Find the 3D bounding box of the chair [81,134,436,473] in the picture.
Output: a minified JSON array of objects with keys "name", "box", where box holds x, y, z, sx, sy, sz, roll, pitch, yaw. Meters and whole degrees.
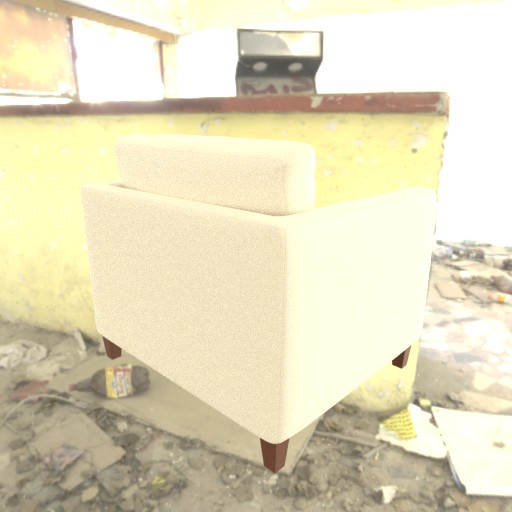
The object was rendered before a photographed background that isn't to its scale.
[{"name":"chair","box":[0.000,0.000,1.665,1.019,0.885,0.878,15,23,41]}]
